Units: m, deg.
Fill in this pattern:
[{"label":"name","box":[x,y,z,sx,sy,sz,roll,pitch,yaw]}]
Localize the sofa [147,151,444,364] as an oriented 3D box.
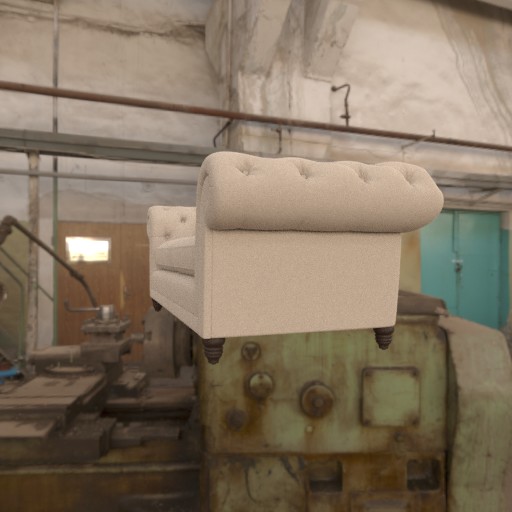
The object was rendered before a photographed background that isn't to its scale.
[{"label":"sofa","box":[0.000,0.000,2.452,0.986,0.764,1.998,0,0,-20]}]
